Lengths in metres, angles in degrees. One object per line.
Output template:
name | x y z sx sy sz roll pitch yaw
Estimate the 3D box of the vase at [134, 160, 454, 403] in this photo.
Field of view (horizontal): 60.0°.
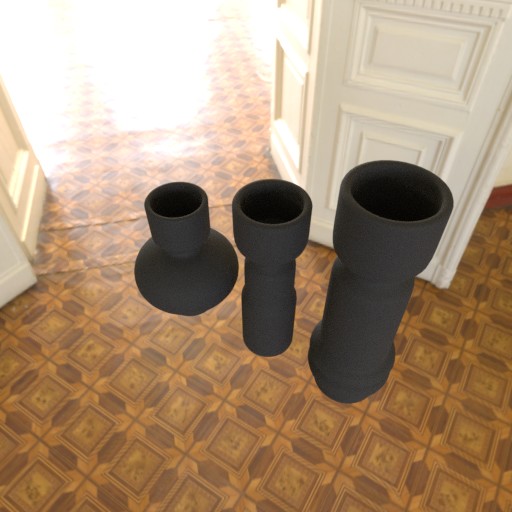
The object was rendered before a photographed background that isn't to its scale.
vase | 0.000 0.000 0.429 0.307 0.249 0.120 24 51 21
